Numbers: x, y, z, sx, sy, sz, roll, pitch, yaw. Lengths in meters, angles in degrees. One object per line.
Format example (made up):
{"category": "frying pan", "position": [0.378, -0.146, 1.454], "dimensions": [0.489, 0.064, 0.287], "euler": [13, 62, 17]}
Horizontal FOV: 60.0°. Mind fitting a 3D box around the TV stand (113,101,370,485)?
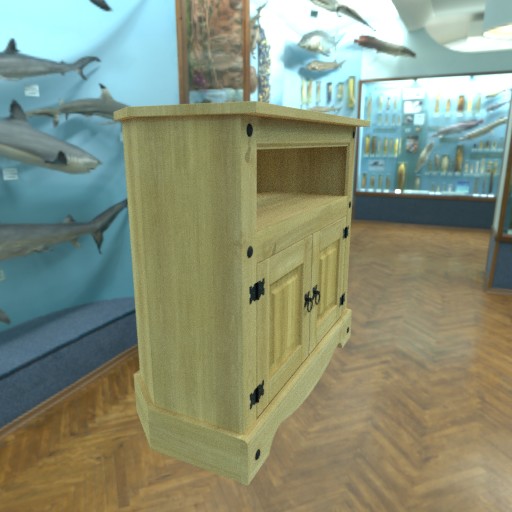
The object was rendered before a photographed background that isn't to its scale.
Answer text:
{"category": "TV stand", "position": [0.000, 0.000, 1.297], "dimensions": [0.425, 0.781, 0.851], "euler": [7, 16, 26]}
